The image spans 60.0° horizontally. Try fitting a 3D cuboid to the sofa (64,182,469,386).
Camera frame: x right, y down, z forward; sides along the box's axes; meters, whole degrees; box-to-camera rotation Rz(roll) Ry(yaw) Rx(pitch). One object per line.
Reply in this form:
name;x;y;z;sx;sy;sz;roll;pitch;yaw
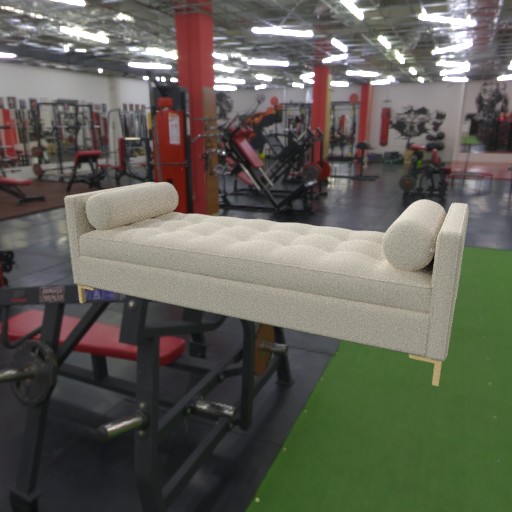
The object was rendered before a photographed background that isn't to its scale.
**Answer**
sofa;0.000;0.000;2.370;1.985;0.641;0.746;8;18;25
